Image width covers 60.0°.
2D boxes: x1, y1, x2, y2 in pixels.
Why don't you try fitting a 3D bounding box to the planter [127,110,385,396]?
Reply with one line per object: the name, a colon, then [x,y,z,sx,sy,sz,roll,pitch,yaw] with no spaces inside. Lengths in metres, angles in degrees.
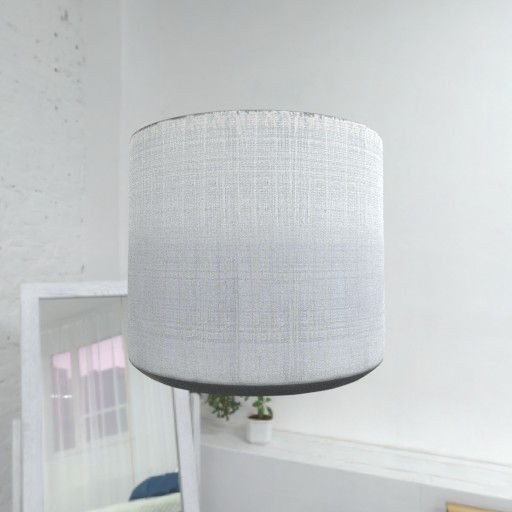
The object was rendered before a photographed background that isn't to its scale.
planter: [0.000,0.000,0.454,0.254,0.221,0.254,0,0,0]
